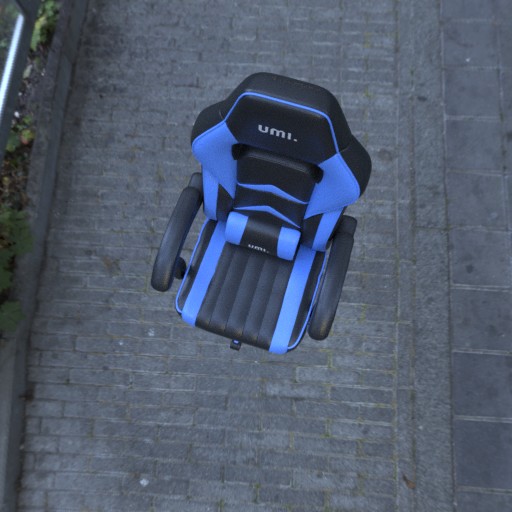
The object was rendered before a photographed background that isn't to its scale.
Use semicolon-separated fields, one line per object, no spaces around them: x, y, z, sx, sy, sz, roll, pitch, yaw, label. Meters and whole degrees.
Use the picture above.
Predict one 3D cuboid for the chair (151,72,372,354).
0.000;0.000;1.684;0.700;1.280;0.700;17;77;4;chair
